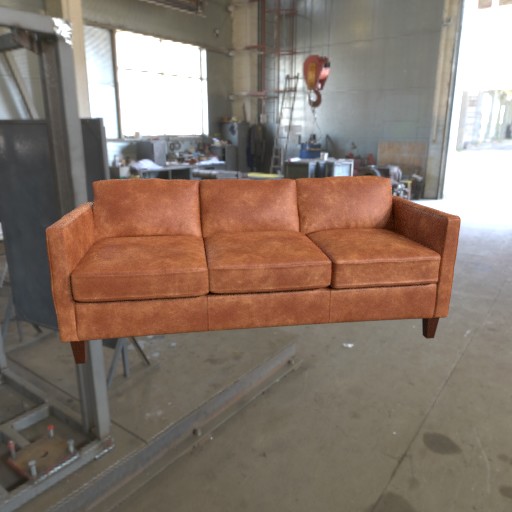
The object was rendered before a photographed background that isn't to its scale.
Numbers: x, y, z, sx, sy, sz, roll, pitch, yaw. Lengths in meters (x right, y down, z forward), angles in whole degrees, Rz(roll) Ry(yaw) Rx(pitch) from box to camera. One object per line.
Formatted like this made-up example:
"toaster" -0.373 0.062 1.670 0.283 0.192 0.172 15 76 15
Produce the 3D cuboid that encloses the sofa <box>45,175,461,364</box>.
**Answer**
"sofa" 0.000 0.000 3.062 2.464 1.006 1.045 -2 16 -8
